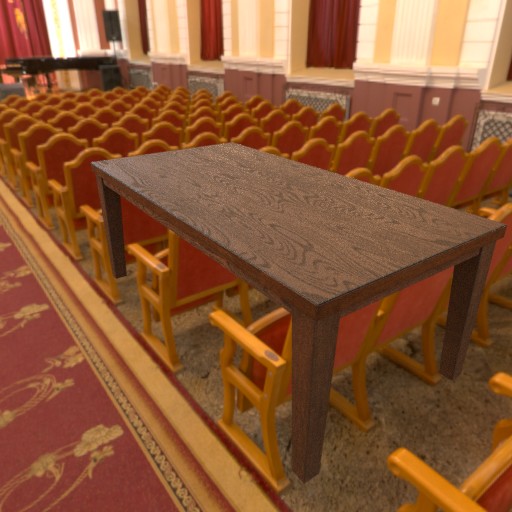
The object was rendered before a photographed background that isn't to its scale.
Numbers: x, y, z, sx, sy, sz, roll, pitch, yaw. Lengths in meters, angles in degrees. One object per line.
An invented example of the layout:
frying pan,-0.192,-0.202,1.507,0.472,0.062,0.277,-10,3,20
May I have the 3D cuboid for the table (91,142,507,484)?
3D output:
table,0.000,0.000,2.366,1.016,0.762,1.981,-17,31,-32
